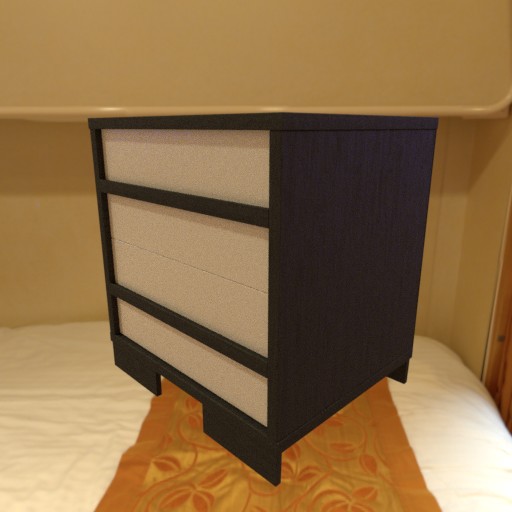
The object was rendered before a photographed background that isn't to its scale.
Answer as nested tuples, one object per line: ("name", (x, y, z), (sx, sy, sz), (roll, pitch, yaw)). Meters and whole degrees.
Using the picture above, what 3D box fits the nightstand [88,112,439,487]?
("nightstand", (0.000, 0.000, 0.751), (0.347, 0.448, 0.427), (-15, 22, -42))
